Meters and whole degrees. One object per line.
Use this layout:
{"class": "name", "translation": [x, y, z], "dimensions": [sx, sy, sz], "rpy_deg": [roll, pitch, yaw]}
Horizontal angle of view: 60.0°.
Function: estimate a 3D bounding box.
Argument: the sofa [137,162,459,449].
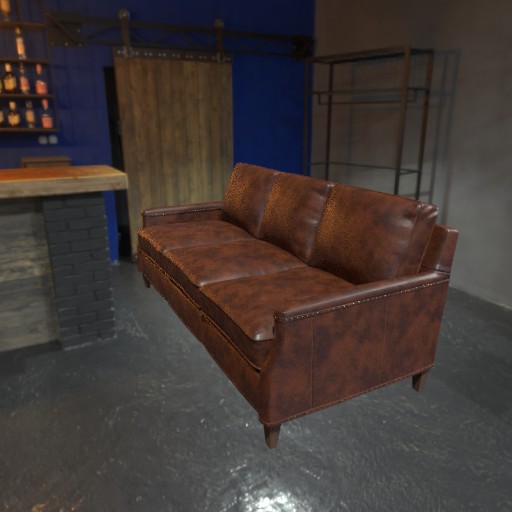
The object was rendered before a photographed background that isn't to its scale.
{"class": "sofa", "translation": [0.000, 0.000, 2.885], "dimensions": [1.084, 1.003, 2.240], "rpy_deg": [-9, 20, -26]}
